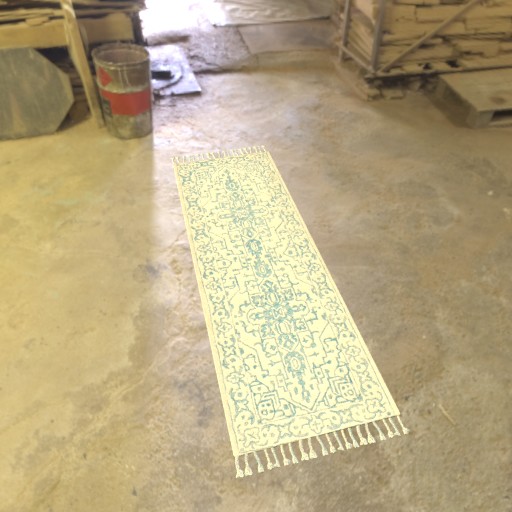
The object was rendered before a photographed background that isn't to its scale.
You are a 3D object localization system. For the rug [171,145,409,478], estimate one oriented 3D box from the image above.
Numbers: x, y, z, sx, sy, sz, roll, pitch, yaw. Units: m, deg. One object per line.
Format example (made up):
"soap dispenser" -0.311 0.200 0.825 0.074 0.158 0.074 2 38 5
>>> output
"rug" 0.000 0.000 2.696 0.774 0.011 2.449 -10 46 -10
